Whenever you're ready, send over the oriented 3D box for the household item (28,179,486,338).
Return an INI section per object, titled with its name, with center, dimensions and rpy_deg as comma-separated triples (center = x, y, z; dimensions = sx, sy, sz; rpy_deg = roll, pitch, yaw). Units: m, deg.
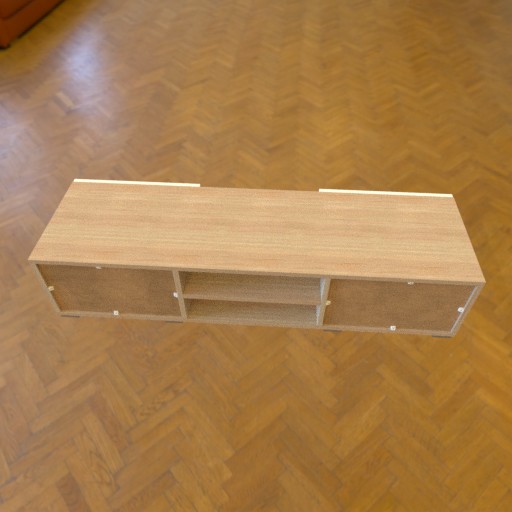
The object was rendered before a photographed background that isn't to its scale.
[household item]
center = 0.000, 0.000, 1.607
dimensions = 1.400, 0.310, 0.420
rpy_deg = 3, 47, 3
